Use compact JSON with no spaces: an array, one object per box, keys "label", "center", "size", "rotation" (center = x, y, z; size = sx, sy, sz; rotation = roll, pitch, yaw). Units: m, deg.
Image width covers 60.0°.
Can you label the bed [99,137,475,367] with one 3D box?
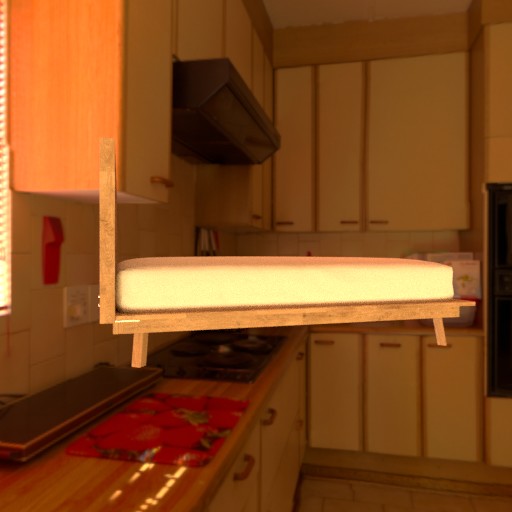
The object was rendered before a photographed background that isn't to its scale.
[{"label":"bed","center":[0.000,0.000,3.360],"size":[2.167,1.100,2.116],"rotation":[0,0,-17]}]
